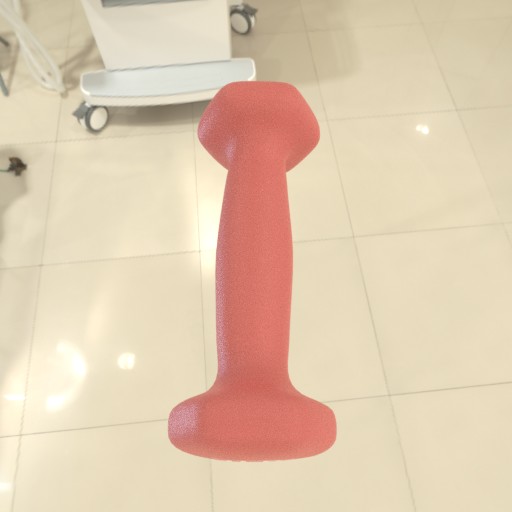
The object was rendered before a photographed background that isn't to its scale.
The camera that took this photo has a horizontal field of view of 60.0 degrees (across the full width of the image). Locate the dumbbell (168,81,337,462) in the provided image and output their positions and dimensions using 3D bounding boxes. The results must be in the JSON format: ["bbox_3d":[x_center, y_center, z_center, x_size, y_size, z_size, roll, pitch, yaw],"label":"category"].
[{"bbox_3d":[0.000,0.000,0.146,0.047,0.043,0.123,1,64,1],"label":"dumbbell"}]
